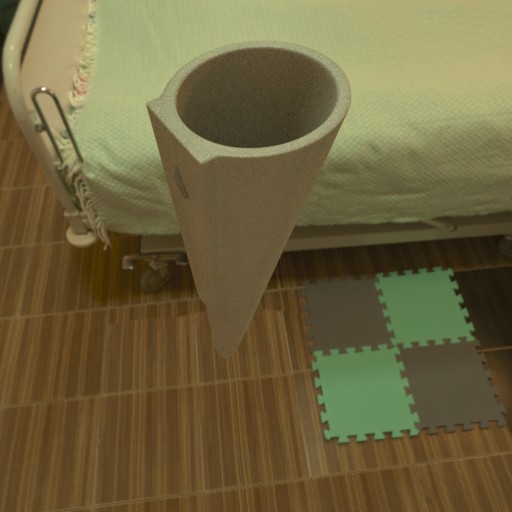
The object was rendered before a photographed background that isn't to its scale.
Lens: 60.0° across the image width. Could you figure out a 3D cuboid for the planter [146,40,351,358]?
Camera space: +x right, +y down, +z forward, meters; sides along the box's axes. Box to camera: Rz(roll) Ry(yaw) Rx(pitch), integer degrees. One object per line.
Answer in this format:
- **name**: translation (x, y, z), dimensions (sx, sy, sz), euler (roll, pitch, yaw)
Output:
- **planter**: translation (0.000, 0.000, 0.222), dimensions (0.064, 0.191, 0.057), euler (-31, 62, -19)
